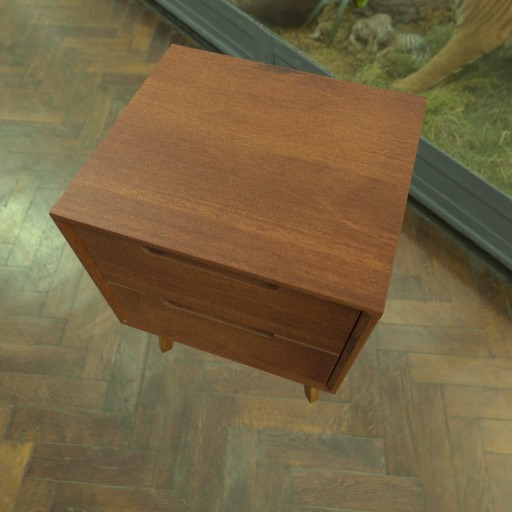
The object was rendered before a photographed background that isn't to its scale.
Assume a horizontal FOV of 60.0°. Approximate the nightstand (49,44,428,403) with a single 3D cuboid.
[{"bbox_3d":[0.000,0.000,0.929,0.460,0.618,0.411,16,60,10],"label":"nightstand"}]
